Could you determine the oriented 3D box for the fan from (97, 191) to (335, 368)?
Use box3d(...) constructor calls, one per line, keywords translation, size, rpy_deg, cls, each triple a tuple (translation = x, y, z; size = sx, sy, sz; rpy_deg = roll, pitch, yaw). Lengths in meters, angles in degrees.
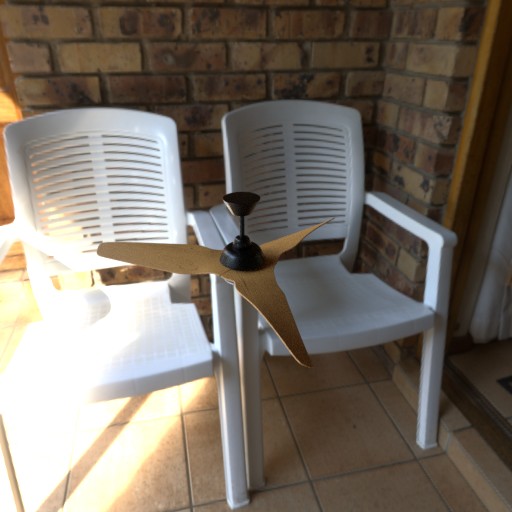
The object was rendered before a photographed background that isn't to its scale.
box3d(translation=(0.000, 0.000, 1.642), size=(1.142, 0.355, 1.010), rpy_deg=(-9, 28, -17), cls="fan")
